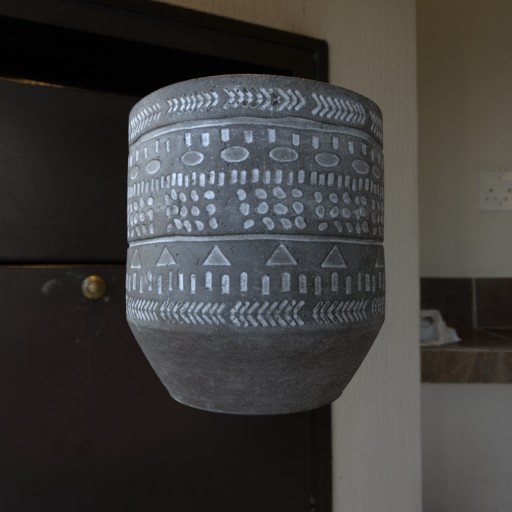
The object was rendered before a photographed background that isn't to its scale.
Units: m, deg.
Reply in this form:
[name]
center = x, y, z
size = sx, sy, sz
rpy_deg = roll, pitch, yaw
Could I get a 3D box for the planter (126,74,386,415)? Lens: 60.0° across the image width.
[planter]
center = 0.000, 0.000, 0.254
size = 0.142, 0.149, 0.142
rpy_deg = 0, -2, 0
